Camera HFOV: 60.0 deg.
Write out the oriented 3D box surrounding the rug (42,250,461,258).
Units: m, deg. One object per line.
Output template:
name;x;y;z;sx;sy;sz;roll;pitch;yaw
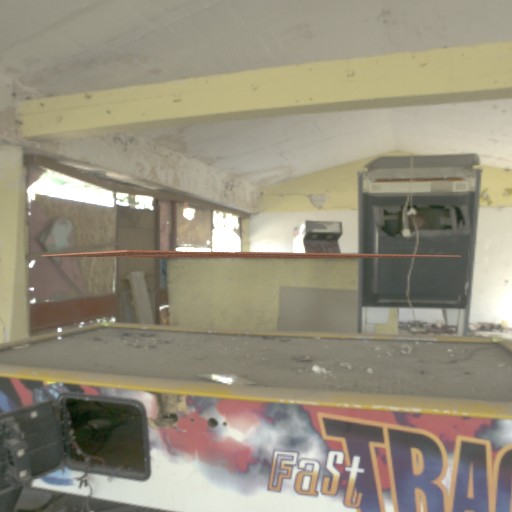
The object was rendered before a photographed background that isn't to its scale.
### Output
rug;0.000;0.000;2.314;1.828;0.007;1.217;1;-1;-36
